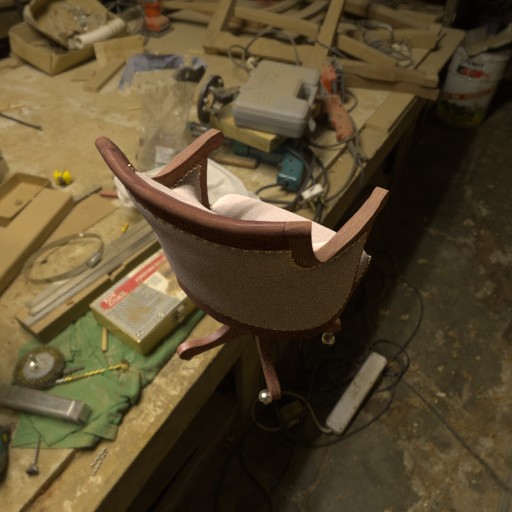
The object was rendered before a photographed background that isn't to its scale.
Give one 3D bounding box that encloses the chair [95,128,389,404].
[{"bbox_3d":[0.000,0.000,1.485,0.656,0.965,0.689,25,51,22],"label":"chair"}]
